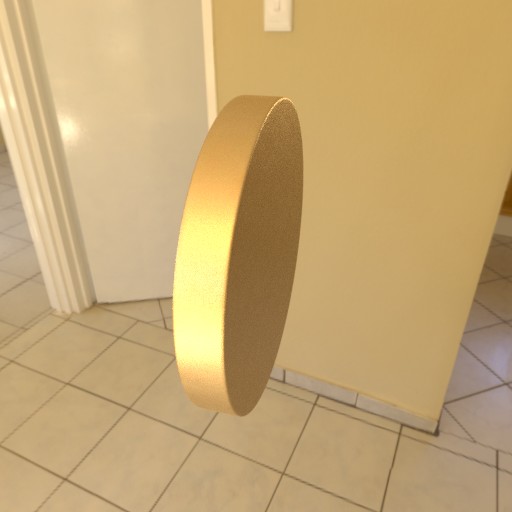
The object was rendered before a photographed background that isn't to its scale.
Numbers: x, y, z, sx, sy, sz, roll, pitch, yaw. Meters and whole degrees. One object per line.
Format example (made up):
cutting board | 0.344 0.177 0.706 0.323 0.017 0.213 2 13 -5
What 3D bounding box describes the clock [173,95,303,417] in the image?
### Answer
clock | 0.000 0.000 0.460 0.040 0.314 0.314 8 31 14
